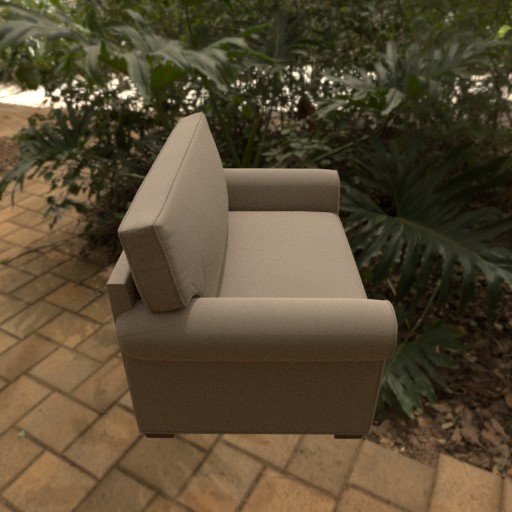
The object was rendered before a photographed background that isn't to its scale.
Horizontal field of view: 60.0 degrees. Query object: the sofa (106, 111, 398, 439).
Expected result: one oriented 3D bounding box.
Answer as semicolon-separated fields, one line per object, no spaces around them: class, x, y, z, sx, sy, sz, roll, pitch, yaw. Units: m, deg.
sofa;0.000;0.000;2.049;0.937;1.006;1.405;0;32;0
